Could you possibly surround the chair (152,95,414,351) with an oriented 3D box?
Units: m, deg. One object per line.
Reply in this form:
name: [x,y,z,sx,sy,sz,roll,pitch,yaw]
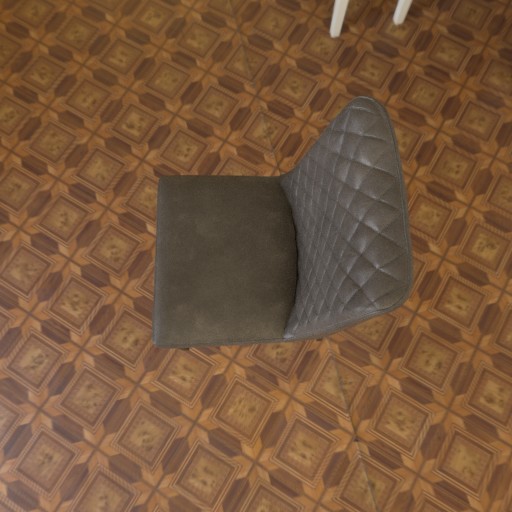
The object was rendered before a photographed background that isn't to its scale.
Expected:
chair: [0.000,0.000,1.270,0.587,0.889,0.508,-1,75,0]
